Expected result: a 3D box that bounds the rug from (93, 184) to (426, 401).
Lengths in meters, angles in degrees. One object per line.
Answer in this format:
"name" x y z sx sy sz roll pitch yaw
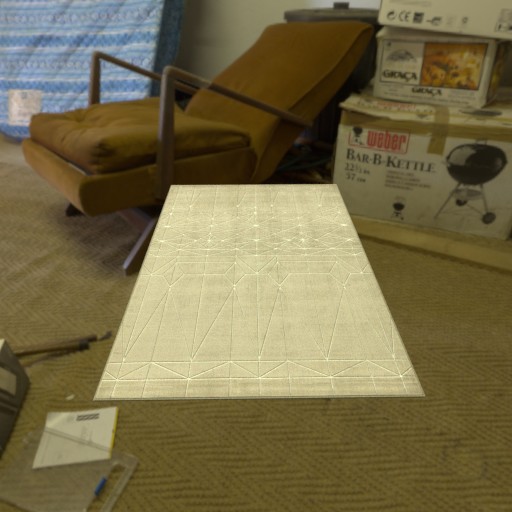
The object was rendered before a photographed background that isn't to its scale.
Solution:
"rug" 0.000 0.000 3.057 1.524 0.012 2.438 0 32 -1
